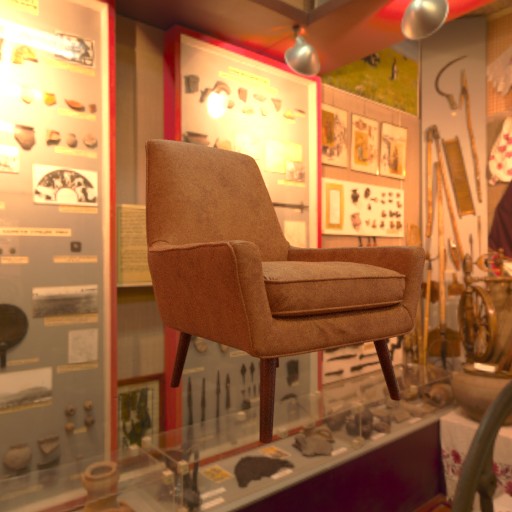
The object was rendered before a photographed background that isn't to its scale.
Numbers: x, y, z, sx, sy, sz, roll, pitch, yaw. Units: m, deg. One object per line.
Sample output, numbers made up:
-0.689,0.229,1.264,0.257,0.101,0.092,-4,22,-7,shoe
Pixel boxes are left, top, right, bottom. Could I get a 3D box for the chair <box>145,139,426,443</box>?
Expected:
0.000,0.000,1.506,0.753,0.883,0.851,0,0,-37,chair
